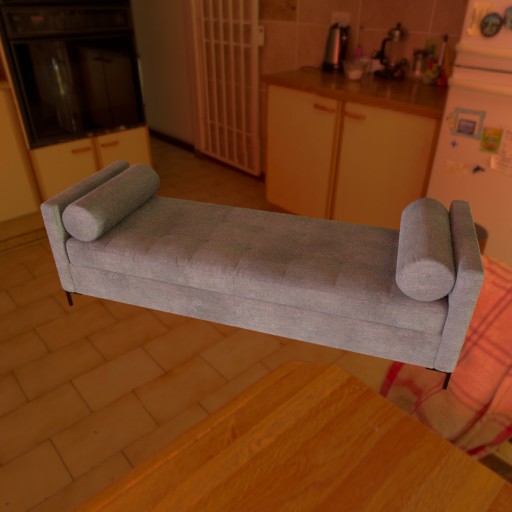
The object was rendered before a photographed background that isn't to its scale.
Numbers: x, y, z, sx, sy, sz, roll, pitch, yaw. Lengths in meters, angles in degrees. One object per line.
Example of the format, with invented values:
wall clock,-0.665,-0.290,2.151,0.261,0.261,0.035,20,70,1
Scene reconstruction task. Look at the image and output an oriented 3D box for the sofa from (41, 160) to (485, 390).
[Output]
sofa,0.000,0.000,2.304,1.981,0.635,0.686,9,33,15
